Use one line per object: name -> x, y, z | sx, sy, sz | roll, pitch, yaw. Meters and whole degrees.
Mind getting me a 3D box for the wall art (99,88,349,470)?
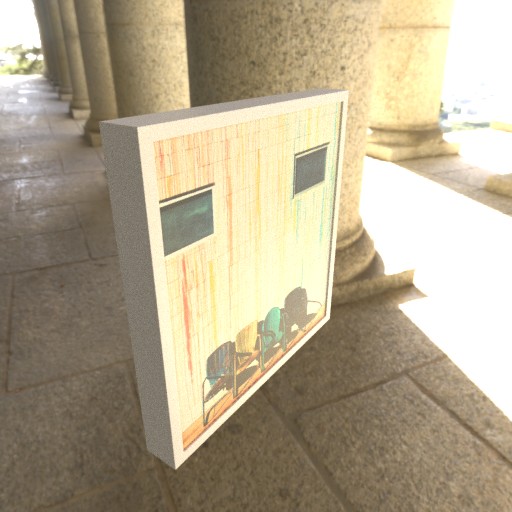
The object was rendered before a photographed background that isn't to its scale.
wall art -> 0.000, 0.000, 0.461 | 0.038, 0.305, 0.305 | 17, 30, 32
